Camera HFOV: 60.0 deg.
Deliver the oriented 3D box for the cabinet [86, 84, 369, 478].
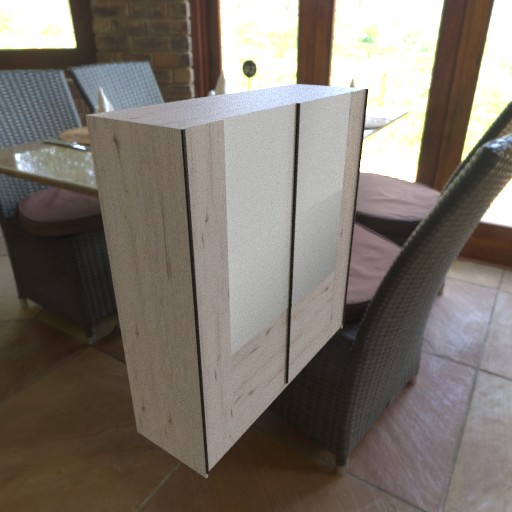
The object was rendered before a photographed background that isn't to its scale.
[{"bbox_3d":[0.000,0.000,3.244,0.660,2.180,2.000,17,31,31],"label":"cabinet"}]
